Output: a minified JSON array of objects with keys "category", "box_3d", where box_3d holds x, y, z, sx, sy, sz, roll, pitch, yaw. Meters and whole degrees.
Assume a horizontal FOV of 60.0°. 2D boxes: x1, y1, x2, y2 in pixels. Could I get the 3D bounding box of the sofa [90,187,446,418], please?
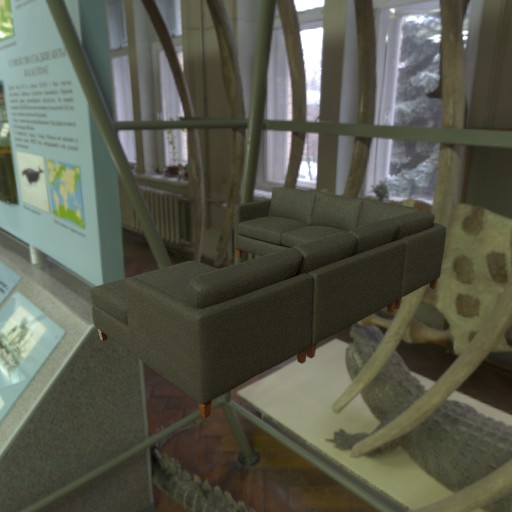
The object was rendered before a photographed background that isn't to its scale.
[{"category":"sofa","box_3d":[0.000,0.000,4.728,3.460,0.961,2.594,-16,23,-42]}]
